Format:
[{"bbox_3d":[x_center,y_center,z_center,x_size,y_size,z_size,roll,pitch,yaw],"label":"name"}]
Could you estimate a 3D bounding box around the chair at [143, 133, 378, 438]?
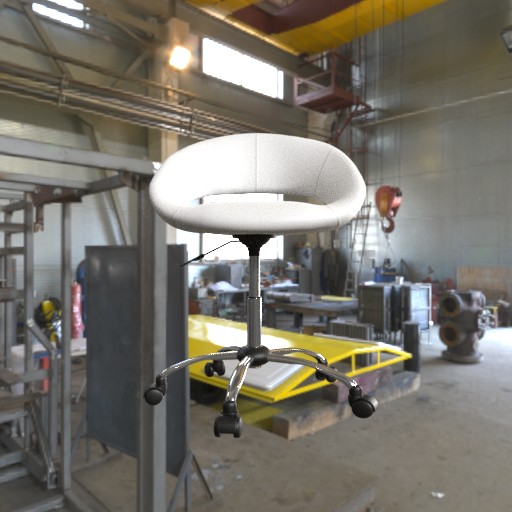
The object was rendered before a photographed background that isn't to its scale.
[{"bbox_3d":[0.000,0.000,1.212,0.612,0.791,0.538,0,0,1],"label":"chair"}]
